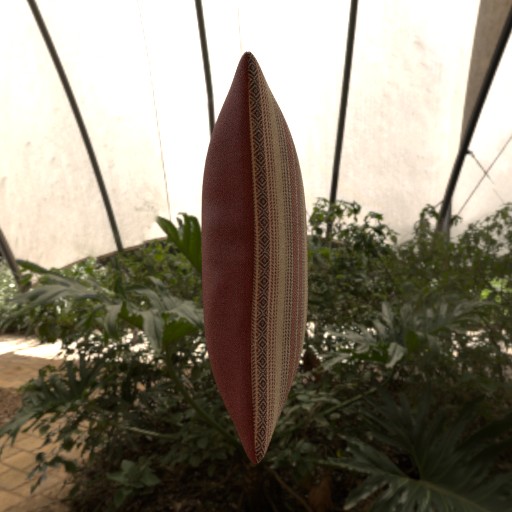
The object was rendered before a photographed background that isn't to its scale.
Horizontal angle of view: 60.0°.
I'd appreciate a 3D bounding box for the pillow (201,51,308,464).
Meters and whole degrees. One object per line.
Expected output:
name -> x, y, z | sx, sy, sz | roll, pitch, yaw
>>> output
pillow -> 0.000, 0.000, 0.780 | 0.166, 0.497, 0.513 | 0, 0, 1
